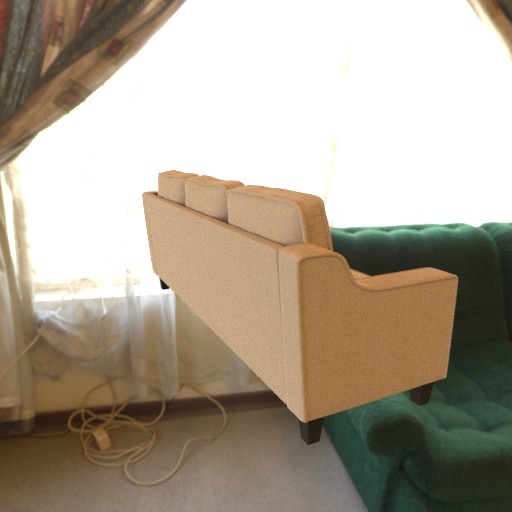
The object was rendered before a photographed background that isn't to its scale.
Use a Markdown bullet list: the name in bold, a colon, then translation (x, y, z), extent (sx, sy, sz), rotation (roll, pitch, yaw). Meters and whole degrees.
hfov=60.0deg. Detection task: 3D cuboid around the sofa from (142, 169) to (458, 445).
- **sofa**: translation (0.000, 0.000, 2.529), extent (0.791, 0.902, 2.131), rotation (-7, 16, -26)
